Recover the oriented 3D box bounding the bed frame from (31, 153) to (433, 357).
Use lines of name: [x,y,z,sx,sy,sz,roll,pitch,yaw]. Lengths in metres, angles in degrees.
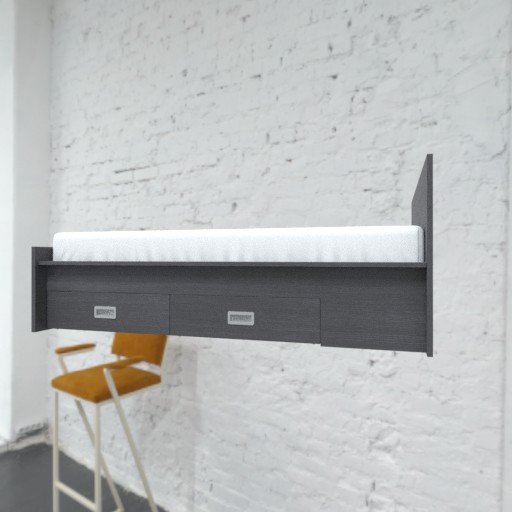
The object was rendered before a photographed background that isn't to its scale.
bed frame: [0.000,0.000,2.806,1.960,0.800,1.622,0,0,17]
